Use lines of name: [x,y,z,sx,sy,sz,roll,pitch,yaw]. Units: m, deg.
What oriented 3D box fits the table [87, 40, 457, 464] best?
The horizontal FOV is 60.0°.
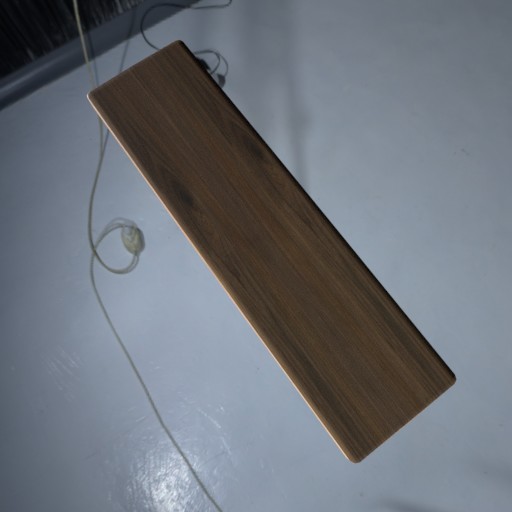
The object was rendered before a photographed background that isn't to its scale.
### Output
table: [0.000,0.000,1.910,0.425,0.834,1.570,-35,78,-9]
